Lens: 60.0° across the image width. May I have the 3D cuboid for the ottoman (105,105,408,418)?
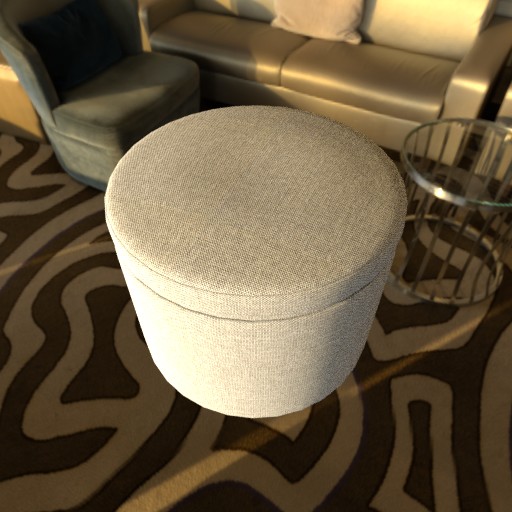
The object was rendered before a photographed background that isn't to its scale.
[{"bbox_3d":[0.000,0.000,0.880,0.500,0.419,0.500,0,47,0],"label":"ottoman"}]
